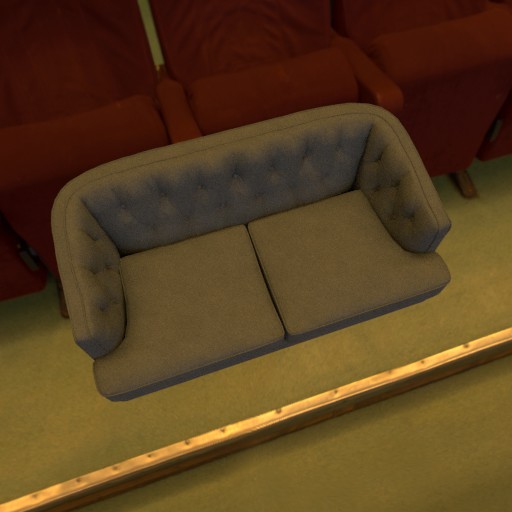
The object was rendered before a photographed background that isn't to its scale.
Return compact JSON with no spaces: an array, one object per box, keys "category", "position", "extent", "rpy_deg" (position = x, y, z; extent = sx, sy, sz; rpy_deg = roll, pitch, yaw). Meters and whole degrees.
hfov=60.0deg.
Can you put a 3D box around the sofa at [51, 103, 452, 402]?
[{"category":"sofa","position":[0.000,0.000,2.233],"extent":[1.733,0.855,0.941],"rpy_deg":[-17,65,-8]}]
